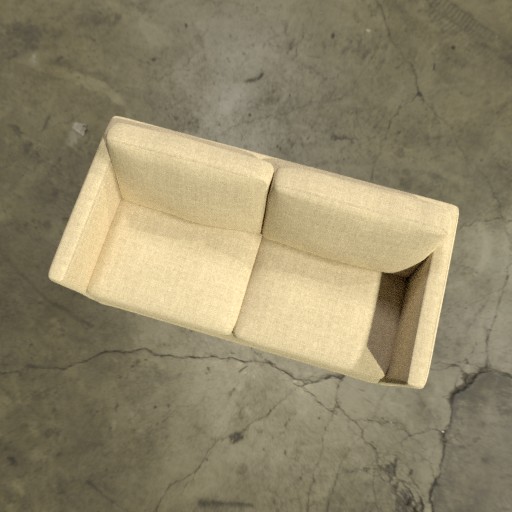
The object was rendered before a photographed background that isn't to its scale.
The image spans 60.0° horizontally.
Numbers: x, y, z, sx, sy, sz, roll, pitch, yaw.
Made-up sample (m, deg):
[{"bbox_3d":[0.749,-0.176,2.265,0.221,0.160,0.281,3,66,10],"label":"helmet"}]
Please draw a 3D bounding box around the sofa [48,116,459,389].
[{"bbox_3d":[0.000,0.000,2.438,1.884,0.963,0.950,16,77,4],"label":"sofa"}]
